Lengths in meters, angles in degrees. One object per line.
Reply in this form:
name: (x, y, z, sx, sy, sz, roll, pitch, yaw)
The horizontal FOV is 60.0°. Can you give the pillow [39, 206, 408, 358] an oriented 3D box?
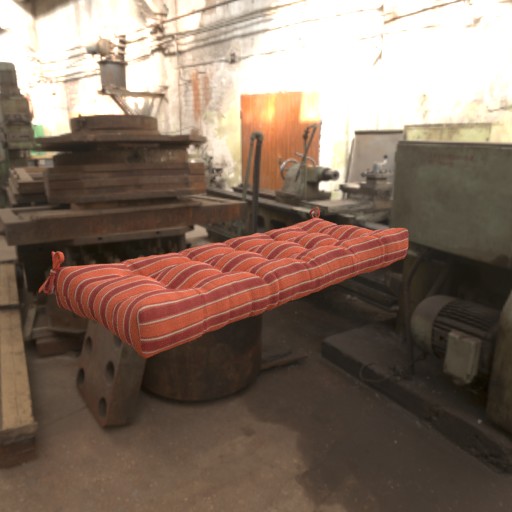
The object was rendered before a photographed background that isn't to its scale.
pillow: (0.000, 0.000, 1.410, 0.511, 0.174, 1.194, 14, 20, 43)
